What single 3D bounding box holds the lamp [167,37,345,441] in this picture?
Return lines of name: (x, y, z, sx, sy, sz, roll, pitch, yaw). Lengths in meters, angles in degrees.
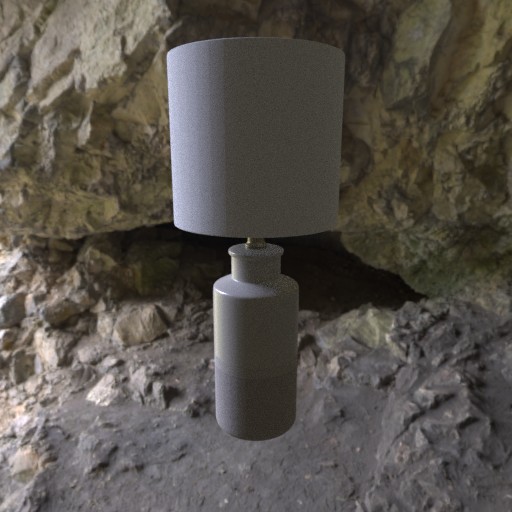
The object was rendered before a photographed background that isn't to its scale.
lamp: (0.000, 0.000, 0.595, 0.212, 0.493, 0.212, -2, 14, -9)
